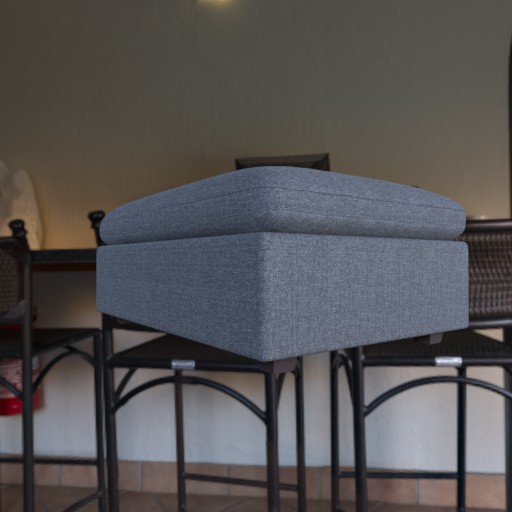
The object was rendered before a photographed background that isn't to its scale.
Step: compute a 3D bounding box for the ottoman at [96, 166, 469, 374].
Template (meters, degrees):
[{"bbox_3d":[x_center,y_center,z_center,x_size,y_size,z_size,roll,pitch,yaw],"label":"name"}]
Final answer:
[{"bbox_3d":[0.000,0.000,1.426,0.711,0.483,1.041,0,-1,-36],"label":"ottoman"}]
